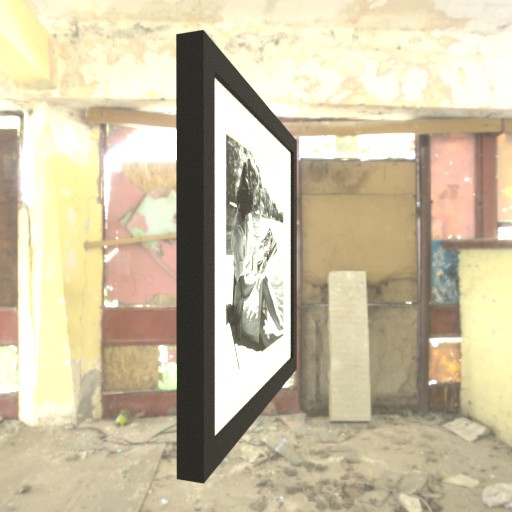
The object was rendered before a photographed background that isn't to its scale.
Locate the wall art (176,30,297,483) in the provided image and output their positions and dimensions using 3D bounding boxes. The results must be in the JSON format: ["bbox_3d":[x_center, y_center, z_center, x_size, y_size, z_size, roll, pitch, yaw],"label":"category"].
[{"bbox_3d":[0.000,0.000,0.673,0.030,0.458,0.462,0,0,17],"label":"wall art"}]
